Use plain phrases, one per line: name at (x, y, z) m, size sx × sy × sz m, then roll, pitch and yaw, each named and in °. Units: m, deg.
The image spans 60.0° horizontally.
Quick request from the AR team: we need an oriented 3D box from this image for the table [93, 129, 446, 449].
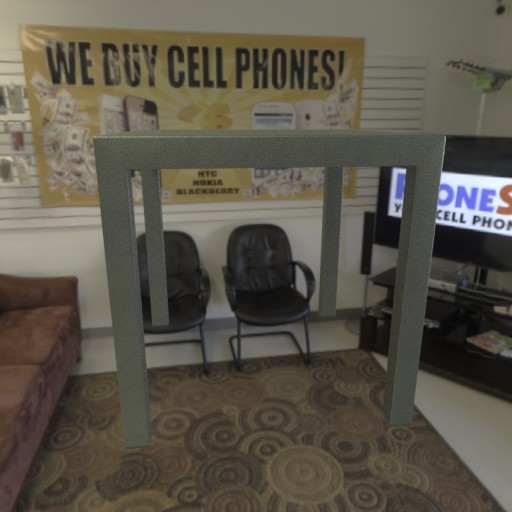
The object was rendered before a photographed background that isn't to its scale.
table at (0.000, 0.000, 0.940) m, size 0.508 × 0.508 × 0.508 m, roll -2°, pitch 17°, yaw -7°
